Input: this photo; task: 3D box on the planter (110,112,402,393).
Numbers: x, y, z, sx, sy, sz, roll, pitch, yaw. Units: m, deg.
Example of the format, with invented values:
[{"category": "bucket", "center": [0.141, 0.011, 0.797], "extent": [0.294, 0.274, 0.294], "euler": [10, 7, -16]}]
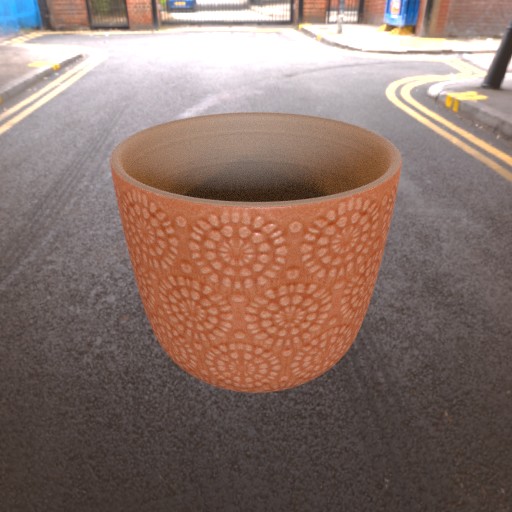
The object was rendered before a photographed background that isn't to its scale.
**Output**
[{"category": "planter", "center": [0.000, 0.000, 0.376], "extent": [0.208, 0.190, 0.208], "euler": [0, 31, 0]}]
